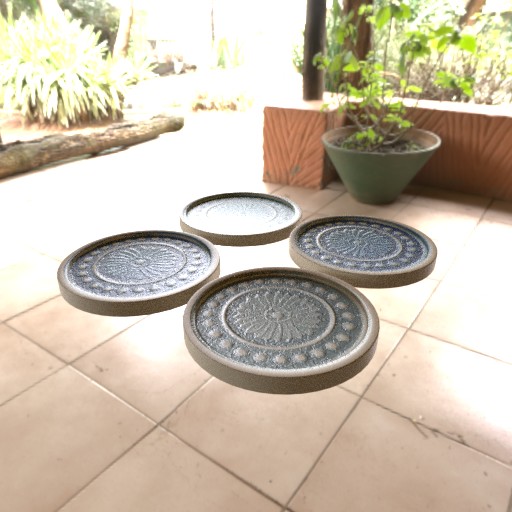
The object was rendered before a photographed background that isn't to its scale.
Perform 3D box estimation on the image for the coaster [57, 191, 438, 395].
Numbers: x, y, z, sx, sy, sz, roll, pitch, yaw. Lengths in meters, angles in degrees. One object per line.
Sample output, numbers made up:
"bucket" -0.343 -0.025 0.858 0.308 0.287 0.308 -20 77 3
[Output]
"coaster" 0.000 0.000 0.321 0.220 0.010 0.224 17 31 30
